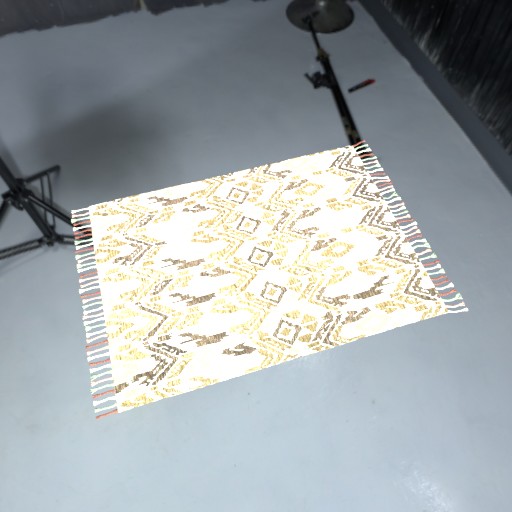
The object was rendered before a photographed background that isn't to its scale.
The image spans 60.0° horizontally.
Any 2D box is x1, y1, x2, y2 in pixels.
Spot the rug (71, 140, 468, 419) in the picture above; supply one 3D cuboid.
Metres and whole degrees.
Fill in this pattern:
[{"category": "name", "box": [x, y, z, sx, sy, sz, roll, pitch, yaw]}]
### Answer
[{"category": "rug", "box": [0.000, 0.000, 2.345, 1.829, 0.008, 1.219, -15, 60, -9]}]
